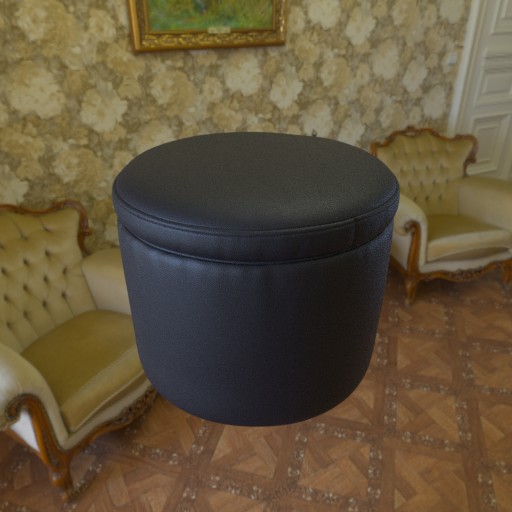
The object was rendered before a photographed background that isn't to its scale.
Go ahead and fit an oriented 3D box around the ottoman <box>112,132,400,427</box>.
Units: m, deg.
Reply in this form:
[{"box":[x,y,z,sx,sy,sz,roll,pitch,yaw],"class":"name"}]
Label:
[{"box":[0.000,0.000,0.874,0.501,0.409,0.501,0,29,0],"class":"ottoman"}]
